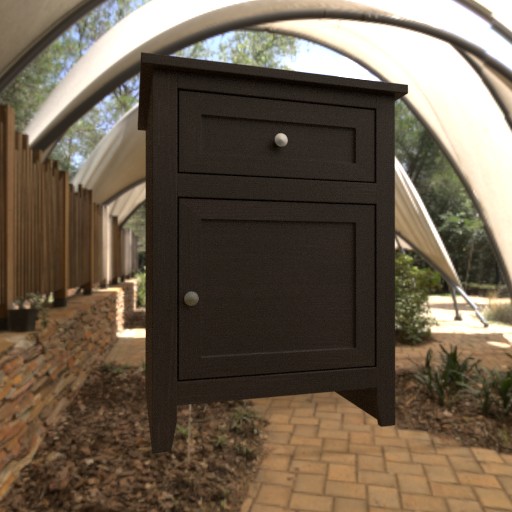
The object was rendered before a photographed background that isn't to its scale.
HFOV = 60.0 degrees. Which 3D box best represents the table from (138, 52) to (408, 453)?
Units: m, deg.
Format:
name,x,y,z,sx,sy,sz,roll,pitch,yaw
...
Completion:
name,x,y,z,sx,sy,sz,roll,pitch,yaw
table,0.000,0.000,0.939,0.480,0.635,0.381,0,0,-16
